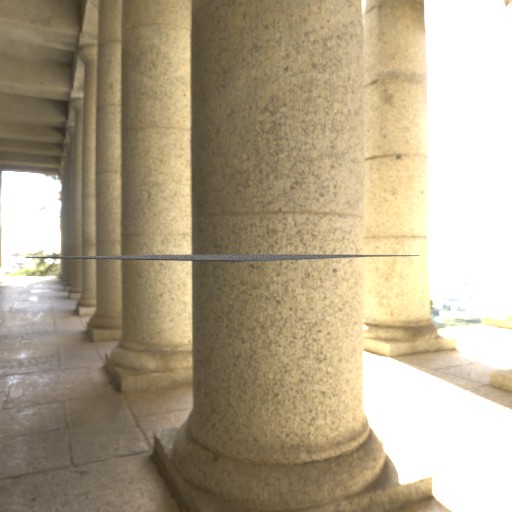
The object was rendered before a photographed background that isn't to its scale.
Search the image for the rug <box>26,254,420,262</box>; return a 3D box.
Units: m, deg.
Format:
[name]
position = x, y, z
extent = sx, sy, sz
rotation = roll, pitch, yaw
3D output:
[rug]
position = 0.000, 0.000, 2.223
extent = 1.135, 0.010, 1.740
rotation = 0, 1, 36
